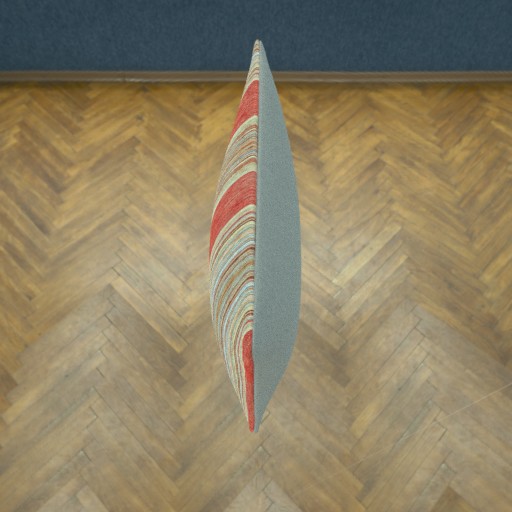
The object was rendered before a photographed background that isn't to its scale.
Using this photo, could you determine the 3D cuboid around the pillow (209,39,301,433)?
[{"bbox_3d":[0.000,0.000,0.658,0.136,0.419,0.437,1,60,1],"label":"pillow"}]
